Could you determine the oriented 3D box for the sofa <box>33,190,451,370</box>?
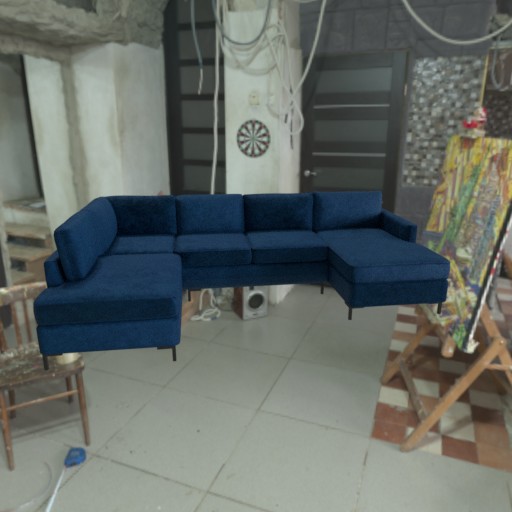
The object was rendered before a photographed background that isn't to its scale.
[{"bbox_3d":[0.000,0.000,4.245,3.434,0.992,2.055,-2,17,-8],"label":"sofa"}]
